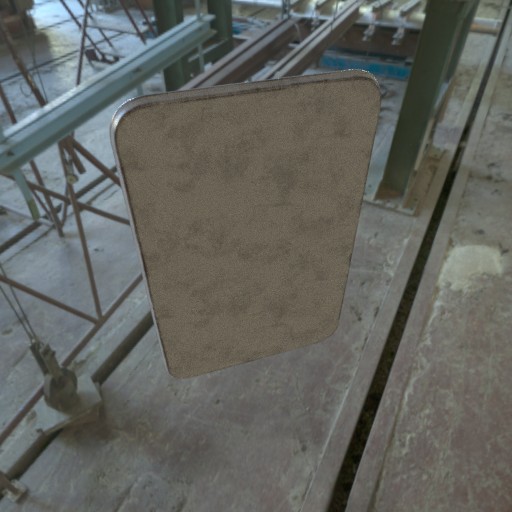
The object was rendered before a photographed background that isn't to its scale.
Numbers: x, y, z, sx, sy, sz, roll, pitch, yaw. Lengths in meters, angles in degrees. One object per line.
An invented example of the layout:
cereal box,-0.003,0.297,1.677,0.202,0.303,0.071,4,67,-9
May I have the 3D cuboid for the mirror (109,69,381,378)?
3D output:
mirror,0.000,0.000,0.917,0.461,0.713,0.024,-12,43,-13
